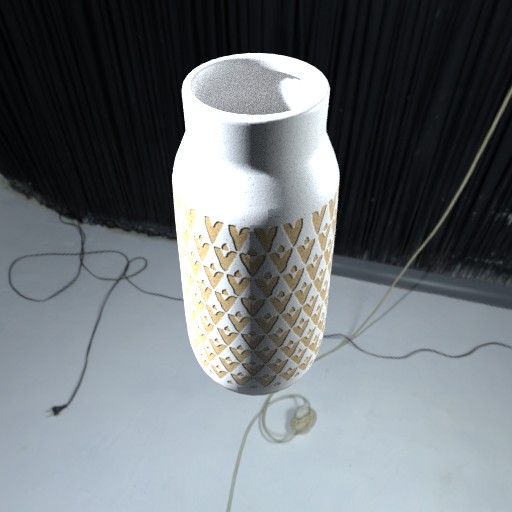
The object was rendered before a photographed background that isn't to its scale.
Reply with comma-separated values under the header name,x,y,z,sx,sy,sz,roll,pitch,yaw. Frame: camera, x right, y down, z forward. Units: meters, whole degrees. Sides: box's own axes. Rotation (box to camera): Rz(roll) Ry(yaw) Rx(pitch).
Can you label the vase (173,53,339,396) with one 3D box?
name,x,y,z,sx,sy,sz,roll,pitch,yaw
vase,0.000,0.000,0.381,0.137,0.307,0.137,0,46,0
